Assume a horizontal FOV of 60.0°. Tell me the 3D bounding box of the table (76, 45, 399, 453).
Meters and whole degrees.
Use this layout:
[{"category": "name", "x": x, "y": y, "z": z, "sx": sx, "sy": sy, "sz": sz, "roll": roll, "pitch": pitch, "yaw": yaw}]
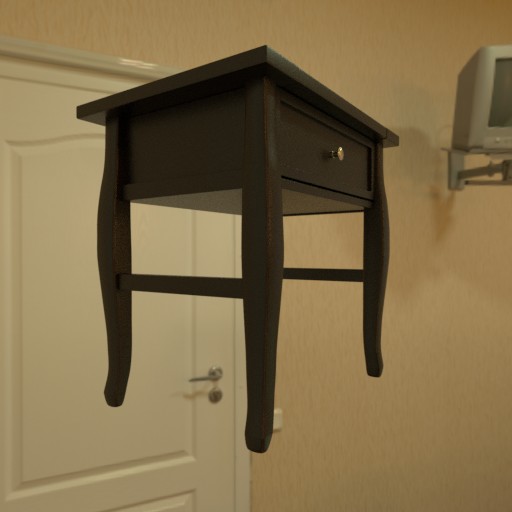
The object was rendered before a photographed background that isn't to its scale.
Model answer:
[{"category": "table", "x": 0.000, "y": 0.000, "z": 1.004, "sx": 0.460, "sy": 0.604, "sz": 0.602, "roll": 0, "pitch": 0, "yaw": 35}]
